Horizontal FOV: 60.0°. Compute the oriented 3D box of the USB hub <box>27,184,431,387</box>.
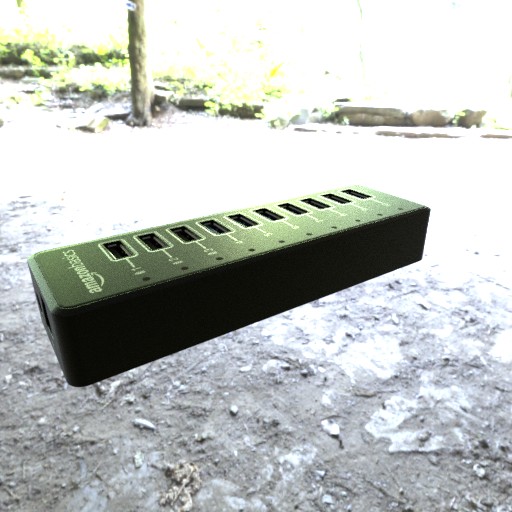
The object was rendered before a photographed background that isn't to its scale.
[{"bbox_3d":[0.000,0.000,0.163,0.145,0.023,0.044,-16,30,-30],"label":"USB hub"}]
